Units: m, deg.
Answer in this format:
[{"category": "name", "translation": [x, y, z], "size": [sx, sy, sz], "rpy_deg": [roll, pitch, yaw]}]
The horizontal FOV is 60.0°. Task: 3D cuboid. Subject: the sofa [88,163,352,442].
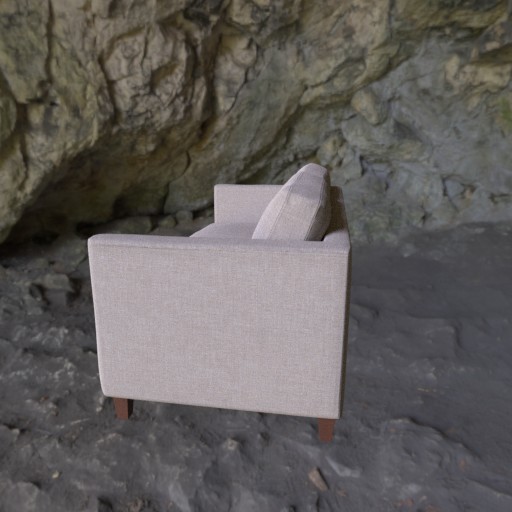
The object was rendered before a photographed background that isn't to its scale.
[{"category": "sofa", "translation": [0.000, 0.000, 2.437], "size": [0.951, 0.947, 1.884], "rpy_deg": [2, 15, 9]}]
